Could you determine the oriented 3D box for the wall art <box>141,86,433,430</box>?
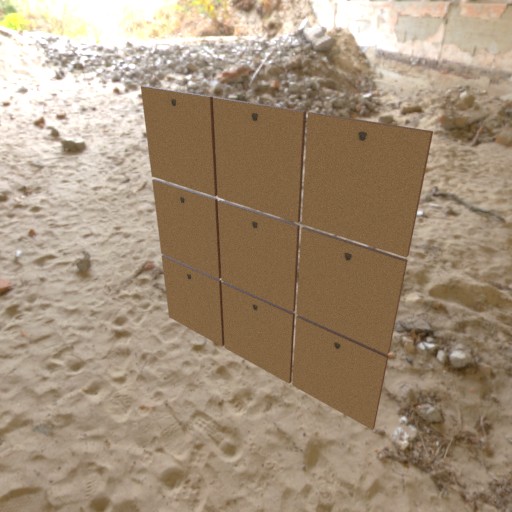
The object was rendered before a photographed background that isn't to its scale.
[{"bbox_3d":[0.000,0.000,1.845,1.221,1.218,0.024,21,36,32],"label":"wall art"}]
